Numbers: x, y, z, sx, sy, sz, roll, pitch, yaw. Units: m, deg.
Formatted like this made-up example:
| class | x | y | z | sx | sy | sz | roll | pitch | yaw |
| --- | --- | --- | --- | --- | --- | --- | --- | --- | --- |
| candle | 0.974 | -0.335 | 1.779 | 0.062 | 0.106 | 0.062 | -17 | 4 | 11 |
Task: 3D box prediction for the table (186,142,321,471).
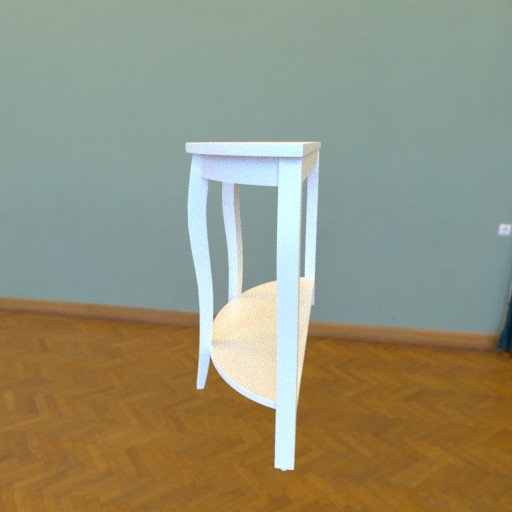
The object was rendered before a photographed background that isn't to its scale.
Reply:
| class | x | y | z | sx | sy | sz | roll | pitch | yaw |
| --- | --- | --- | --- | --- | --- | --- | --- | --- | --- |
| table | 0.000 | 0.000 | 1.572 | 0.394 | 0.780 | 1.219 | 2 | 15 | 9 |
